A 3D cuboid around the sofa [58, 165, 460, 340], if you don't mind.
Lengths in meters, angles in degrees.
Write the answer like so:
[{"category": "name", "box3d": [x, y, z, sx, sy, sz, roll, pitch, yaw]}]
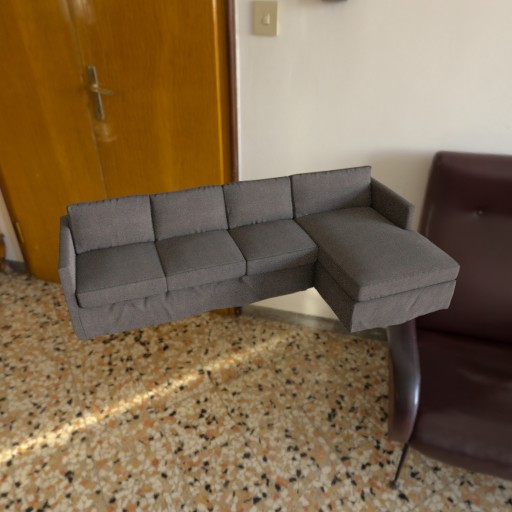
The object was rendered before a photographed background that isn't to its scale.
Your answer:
[{"category": "sofa", "box3d": [0.000, 0.000, 3.950, 3.205, 0.922, 1.650, -11, 34, -16]}]
